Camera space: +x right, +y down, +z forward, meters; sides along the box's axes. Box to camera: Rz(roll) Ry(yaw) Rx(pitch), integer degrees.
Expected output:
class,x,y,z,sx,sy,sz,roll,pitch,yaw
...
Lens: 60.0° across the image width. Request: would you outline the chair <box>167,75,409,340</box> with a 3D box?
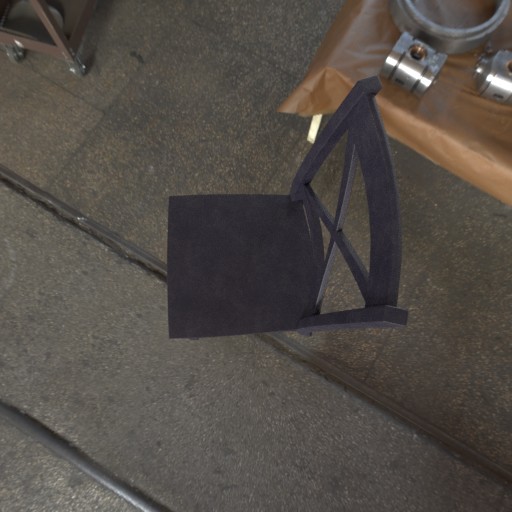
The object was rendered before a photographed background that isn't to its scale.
class,x,y,z,sx,sy,sz,roll,pitch,yaw
chair,0.000,0.000,1.287,0.542,0.983,0.485,-2,78,-1
